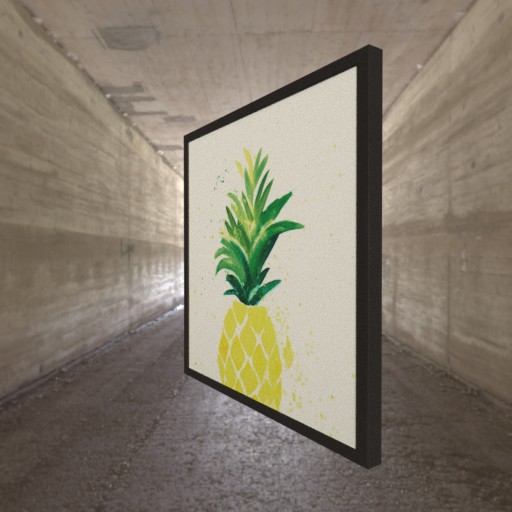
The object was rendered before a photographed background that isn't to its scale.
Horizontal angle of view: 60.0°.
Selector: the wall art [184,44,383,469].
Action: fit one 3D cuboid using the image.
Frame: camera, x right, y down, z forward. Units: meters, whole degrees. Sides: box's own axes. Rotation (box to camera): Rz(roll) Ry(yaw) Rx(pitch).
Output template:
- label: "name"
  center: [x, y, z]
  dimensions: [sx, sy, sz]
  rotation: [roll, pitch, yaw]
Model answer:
- label: "wall art"
  center: [0.000, 0.000, 1.116]
  dimensions: [0.037, 0.760, 0.762]
  rotation: [0, 1, -35]
